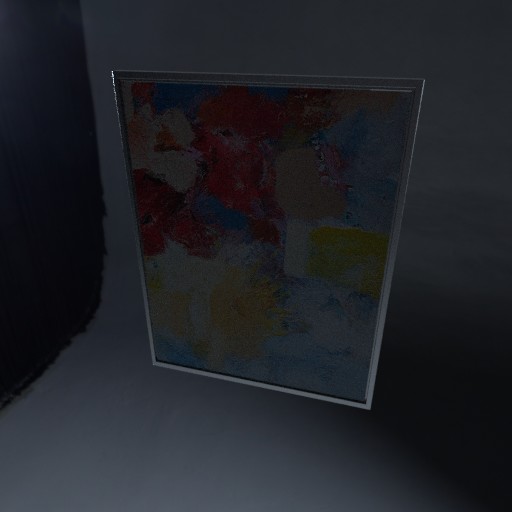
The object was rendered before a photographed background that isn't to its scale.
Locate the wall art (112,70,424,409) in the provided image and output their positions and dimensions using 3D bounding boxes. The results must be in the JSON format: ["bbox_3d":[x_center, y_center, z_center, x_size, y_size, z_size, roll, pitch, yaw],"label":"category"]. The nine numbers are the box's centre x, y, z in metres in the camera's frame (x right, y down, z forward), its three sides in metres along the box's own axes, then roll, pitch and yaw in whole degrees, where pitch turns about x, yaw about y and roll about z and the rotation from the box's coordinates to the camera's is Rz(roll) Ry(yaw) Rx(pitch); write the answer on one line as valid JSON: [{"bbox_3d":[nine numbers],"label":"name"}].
[{"bbox_3d":[0.000,0.000,1.375,0.816,1.046,0.030,8,28,14],"label":"wall art"}]
